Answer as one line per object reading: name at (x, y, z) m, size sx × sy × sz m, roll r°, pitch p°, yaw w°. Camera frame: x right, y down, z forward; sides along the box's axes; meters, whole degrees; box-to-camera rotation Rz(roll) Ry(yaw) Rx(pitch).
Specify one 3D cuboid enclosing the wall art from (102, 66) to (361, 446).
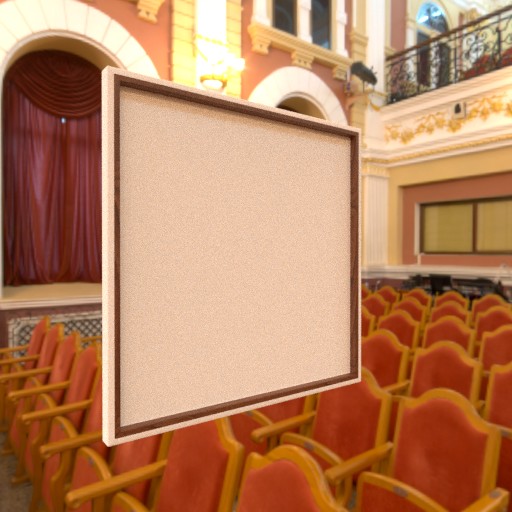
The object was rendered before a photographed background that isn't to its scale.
wall art at (0.000, 0.000, 1.117) m, size 0.757 × 0.757 × 0.037 m, roll 0°, pitch 0°, yaw -36°
